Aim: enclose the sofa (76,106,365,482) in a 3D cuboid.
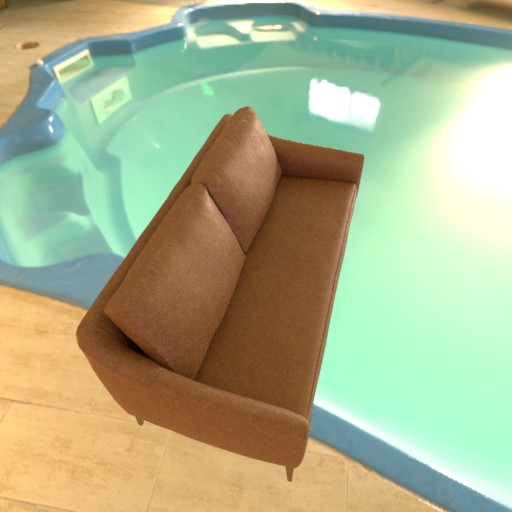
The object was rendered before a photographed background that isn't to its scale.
[{"bbox_3d":[0.000,0.000,2.530,0.981,0.945,2.036,11,46,11],"label":"sofa"}]
